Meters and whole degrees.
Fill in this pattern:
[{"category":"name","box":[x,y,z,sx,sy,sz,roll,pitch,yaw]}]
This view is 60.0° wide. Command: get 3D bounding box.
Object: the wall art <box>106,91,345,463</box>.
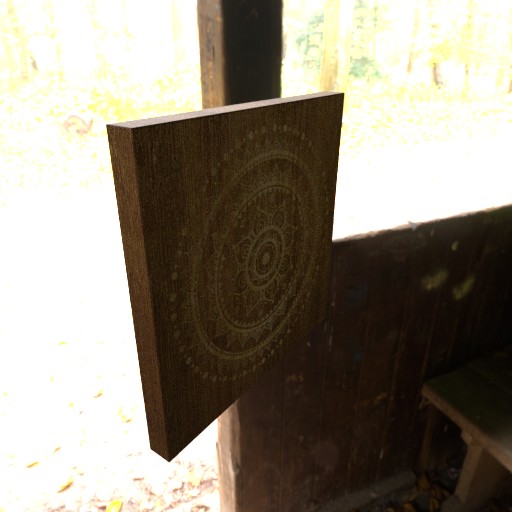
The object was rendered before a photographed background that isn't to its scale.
[{"category":"wall art","box":[0.000,0.000,0.618,0.039,0.403,0.406,17,30,32]}]
